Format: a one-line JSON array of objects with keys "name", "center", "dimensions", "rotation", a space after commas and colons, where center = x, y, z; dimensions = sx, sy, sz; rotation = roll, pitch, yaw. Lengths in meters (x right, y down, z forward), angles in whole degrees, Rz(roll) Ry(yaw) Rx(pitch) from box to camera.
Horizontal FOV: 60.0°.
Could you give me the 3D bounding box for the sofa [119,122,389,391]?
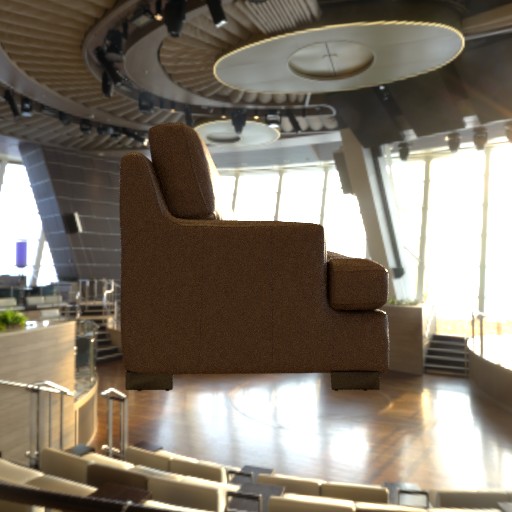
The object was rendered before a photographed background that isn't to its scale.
[{"name": "sofa", "center": [0.000, 0.000, 2.433], "dimensions": [0.962, 0.980, 1.855], "rotation": [0, -2, 0]}]
